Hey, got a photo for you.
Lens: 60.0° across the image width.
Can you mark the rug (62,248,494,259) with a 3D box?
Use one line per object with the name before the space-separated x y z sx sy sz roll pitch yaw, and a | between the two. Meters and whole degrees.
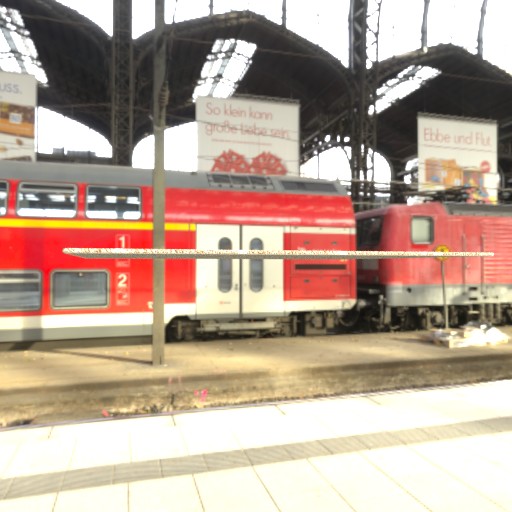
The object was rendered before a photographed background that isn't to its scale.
rug | 0.000 0.000 4.060 3.047 0.029 2.438 0 -1 -18
